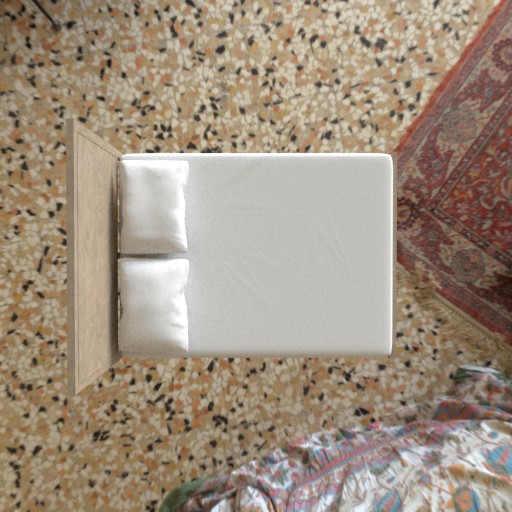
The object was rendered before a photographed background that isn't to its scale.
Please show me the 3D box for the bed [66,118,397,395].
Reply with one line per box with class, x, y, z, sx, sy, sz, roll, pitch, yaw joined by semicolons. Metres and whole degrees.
bed;0.000;0.000;3.250;2.189;1.369;1.606;0;91;0
